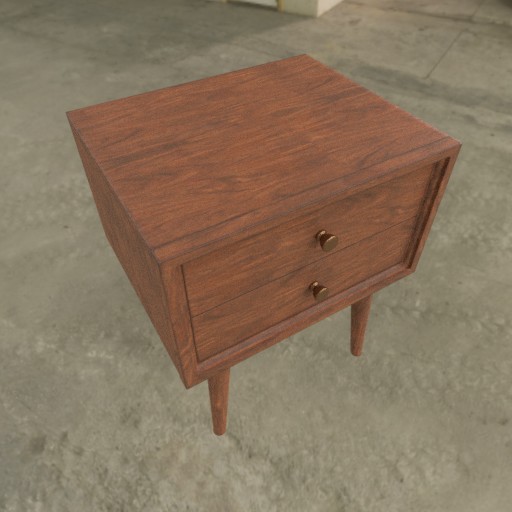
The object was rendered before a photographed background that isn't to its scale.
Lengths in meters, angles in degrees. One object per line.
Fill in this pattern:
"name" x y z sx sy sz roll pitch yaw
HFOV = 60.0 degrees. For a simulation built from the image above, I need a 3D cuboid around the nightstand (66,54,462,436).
"nightstand" 0.000 0.000 0.958 0.521 0.607 0.445 -23 49 -21
